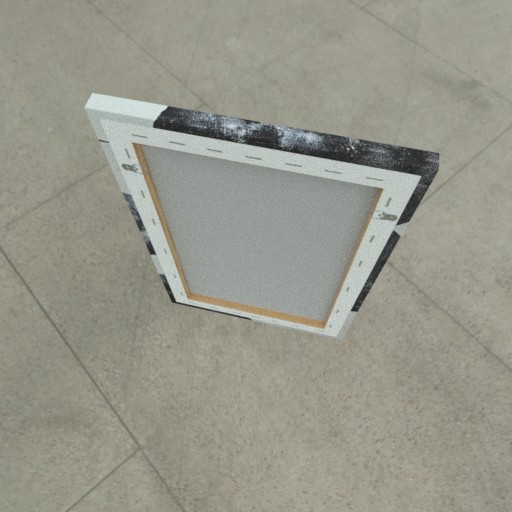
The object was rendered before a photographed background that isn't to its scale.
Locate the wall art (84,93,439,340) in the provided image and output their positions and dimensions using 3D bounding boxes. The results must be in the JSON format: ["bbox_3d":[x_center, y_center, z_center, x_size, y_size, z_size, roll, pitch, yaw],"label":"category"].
[{"bbox_3d":[0.000,0.000,1.155,0.610,0.915,0.041,12,63,6],"label":"wall art"}]
